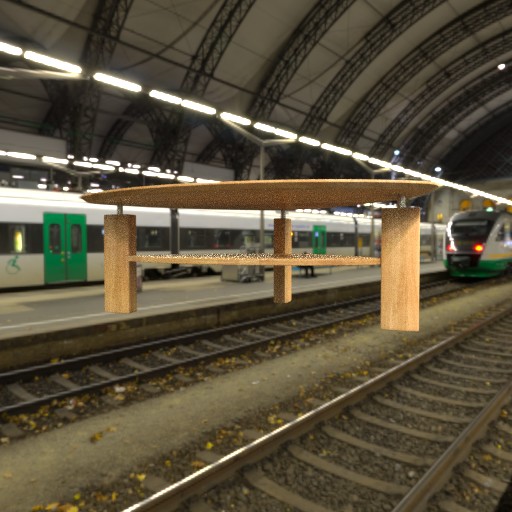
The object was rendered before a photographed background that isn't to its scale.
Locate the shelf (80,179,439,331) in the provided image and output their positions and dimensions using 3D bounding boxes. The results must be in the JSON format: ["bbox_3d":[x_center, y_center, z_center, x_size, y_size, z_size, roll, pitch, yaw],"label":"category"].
[{"bbox_3d":[0.000,0.000,1.656,1.240,0.439,0.863,1,2,19],"label":"shelf"}]
